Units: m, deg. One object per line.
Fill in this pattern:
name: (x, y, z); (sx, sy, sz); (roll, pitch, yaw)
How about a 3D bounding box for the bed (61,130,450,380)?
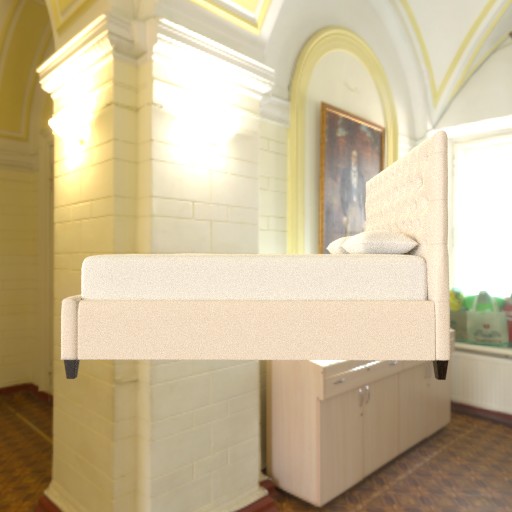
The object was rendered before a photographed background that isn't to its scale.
bed: (0.000, 0.000, 3.358); (2.233, 1.426, 1.696); (0, 0, 0)
